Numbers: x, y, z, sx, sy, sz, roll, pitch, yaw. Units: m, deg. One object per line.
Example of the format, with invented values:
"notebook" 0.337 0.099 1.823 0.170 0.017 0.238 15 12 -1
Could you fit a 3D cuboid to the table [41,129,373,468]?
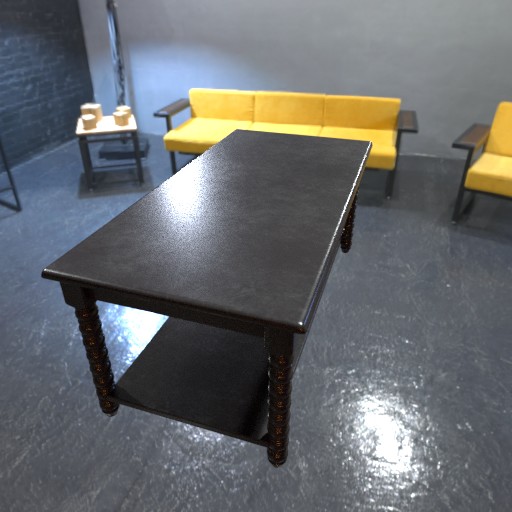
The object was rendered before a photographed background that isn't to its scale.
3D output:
"table" 0.000 0.000 1.456 0.580 0.487 1.171 10 33 16
